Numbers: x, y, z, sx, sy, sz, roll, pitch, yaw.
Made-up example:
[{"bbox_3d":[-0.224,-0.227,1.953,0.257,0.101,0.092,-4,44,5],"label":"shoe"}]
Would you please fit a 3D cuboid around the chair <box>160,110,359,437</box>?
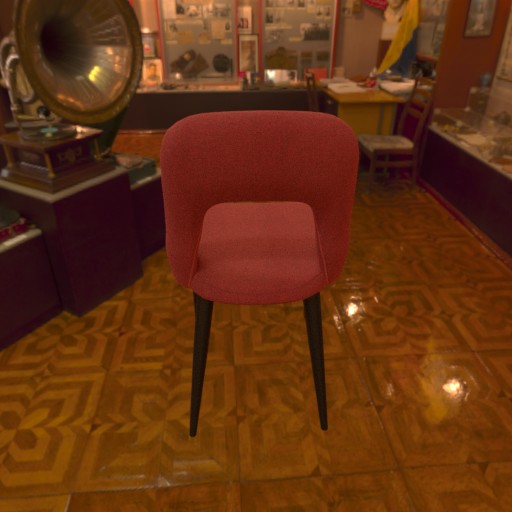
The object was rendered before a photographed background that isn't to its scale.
[{"bbox_3d":[0.000,0.000,1.236,0.483,0.892,0.569,-1,30,-2],"label":"chair"}]
